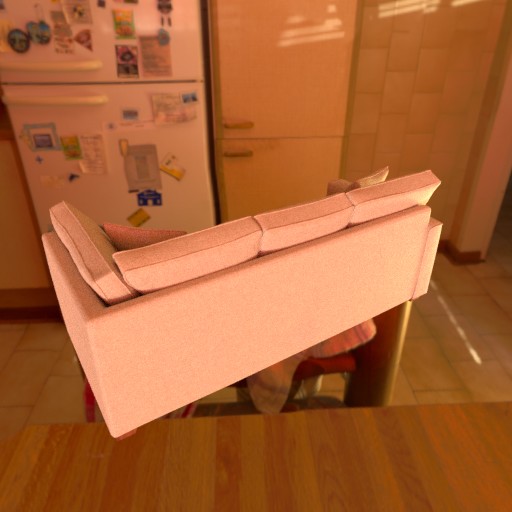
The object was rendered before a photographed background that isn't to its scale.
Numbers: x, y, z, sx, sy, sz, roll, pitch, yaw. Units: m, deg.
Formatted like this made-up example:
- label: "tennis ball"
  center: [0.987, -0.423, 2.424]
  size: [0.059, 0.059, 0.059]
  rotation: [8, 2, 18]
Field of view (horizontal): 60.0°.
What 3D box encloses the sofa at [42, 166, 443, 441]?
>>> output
- label: "sofa"
  center: [0.000, 0.000, 2.855]
  size: [2.317, 0.962, 1.061]
  rotation: [-18, 34, -28]
